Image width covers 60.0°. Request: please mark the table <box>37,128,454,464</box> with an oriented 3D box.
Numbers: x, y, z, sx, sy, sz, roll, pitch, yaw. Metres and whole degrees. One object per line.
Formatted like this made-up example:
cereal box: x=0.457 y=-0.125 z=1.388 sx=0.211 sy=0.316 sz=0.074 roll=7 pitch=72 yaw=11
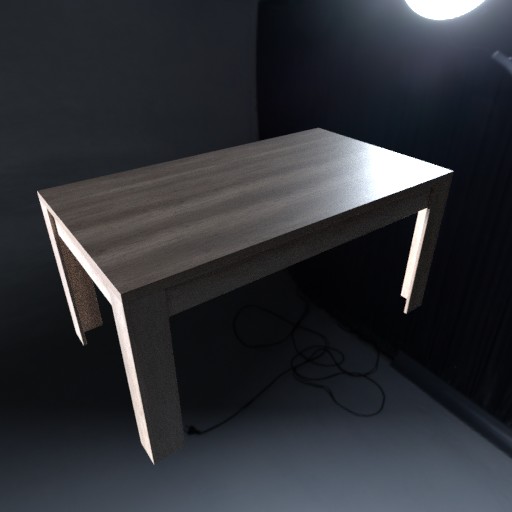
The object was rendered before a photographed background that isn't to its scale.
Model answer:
table: x=0.000 y=0.000 z=2.143 sx=1.600 sy=0.775 sz=0.900 roll=-21 pitch=37 yaw=-31
